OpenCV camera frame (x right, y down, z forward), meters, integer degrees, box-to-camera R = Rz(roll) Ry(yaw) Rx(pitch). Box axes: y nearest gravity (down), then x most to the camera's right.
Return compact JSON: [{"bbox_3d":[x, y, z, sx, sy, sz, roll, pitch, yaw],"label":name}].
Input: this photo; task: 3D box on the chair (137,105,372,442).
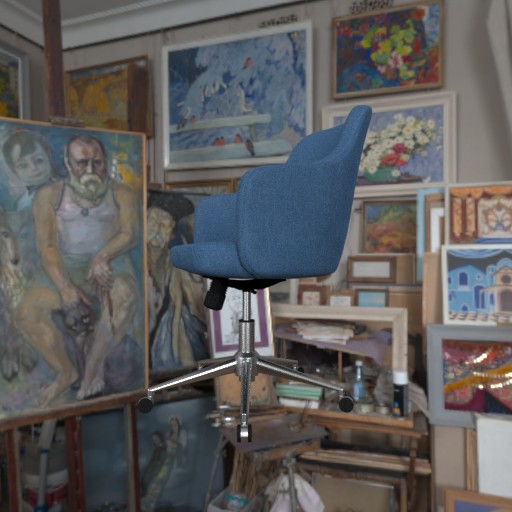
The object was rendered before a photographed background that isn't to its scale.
[{"bbox_3d":[0.000,0.000,1.265,0.655,0.820,0.599,0,0,-18],"label":"chair"}]
